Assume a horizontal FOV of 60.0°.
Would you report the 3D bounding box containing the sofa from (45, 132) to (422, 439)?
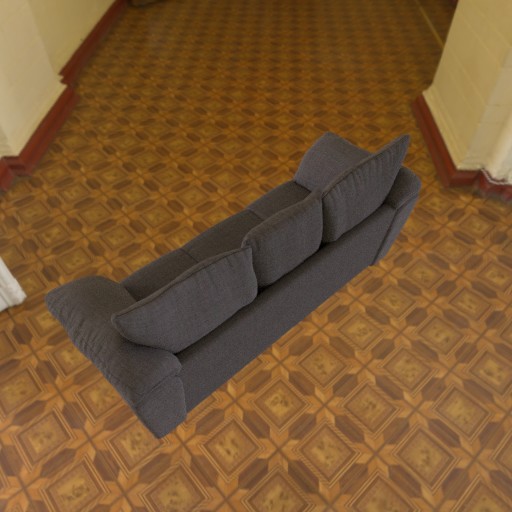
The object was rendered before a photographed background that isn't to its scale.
[{"bbox_3d":[0.000,0.000,2.810,2.336,1.080,0.883,-34,56,-27],"label":"sofa"}]
